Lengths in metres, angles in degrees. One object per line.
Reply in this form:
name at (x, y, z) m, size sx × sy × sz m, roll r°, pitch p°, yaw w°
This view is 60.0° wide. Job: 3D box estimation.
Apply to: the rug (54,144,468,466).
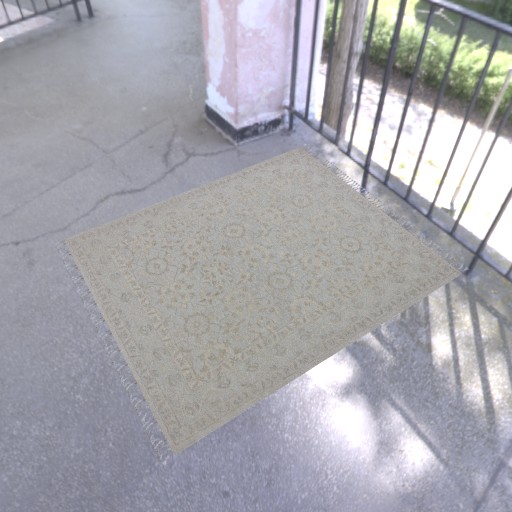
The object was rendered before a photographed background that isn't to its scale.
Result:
rug at (0.000, 0.000, 4.113) m, size 3.043 × 0.013 × 2.444 m, roll -26°, pitch 52°, yaw -22°
